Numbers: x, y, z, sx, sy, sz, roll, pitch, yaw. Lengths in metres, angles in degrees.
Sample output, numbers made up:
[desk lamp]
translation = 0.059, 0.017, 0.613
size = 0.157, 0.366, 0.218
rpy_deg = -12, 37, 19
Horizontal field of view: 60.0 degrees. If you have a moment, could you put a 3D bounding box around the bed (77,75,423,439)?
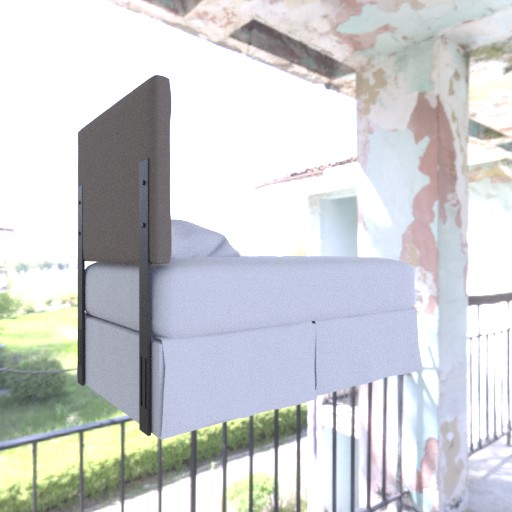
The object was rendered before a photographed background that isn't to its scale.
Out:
[bed]
translation = 0.000, 0.000, 2.934
size = 1.997, 1.571, 1.261
rpy_deg = 0, 0, -38
